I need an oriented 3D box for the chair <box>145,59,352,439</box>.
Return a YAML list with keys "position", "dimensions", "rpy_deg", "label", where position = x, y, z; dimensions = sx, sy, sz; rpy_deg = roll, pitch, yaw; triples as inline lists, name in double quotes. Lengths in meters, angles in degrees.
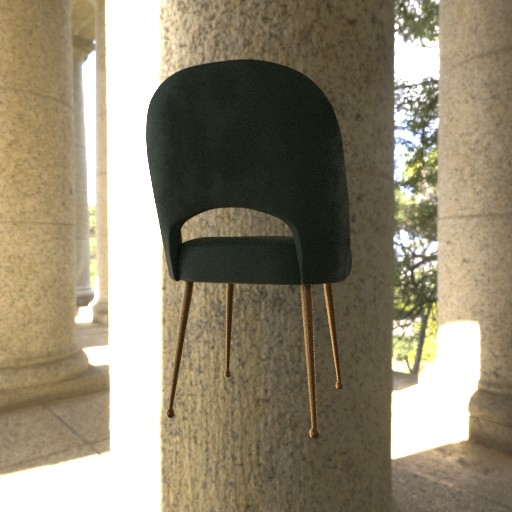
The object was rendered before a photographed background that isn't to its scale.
- position: [0.000, 0.000, 1.248]
  dimensions: [0.527, 0.860, 0.577]
  rpy_deg: [0, 1, 19]
  label: "chair"
